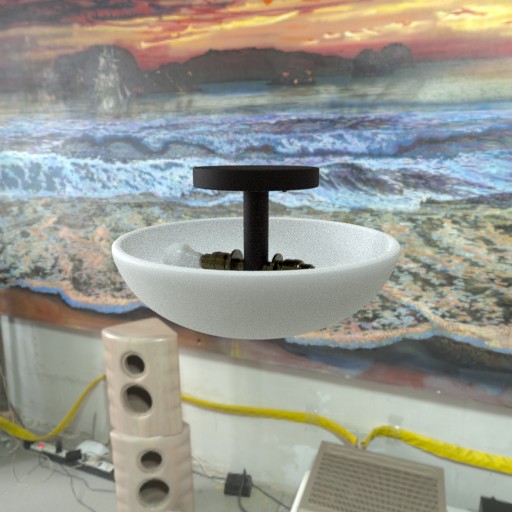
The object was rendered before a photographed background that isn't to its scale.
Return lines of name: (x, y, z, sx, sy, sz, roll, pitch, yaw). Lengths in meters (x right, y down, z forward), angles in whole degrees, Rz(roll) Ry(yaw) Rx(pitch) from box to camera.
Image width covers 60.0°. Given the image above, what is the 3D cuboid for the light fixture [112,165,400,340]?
light fixture: (0.000, 0.000, 0.537, 0.331, 0.212, 0.331, 0, 13, 0)
